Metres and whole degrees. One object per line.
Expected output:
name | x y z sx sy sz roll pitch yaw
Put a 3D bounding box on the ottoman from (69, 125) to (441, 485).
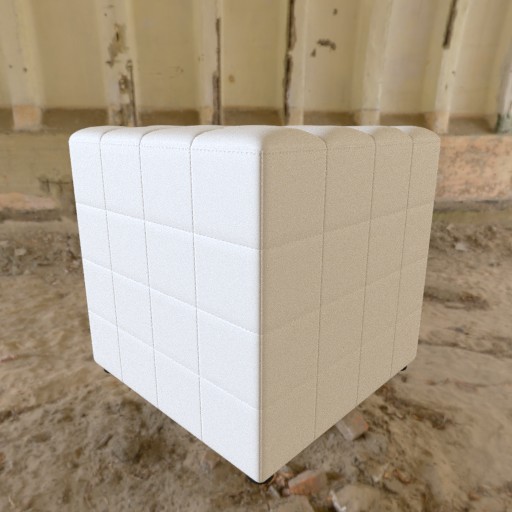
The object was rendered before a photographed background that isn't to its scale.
ottoman | 0.000 0.000 0.763 0.425 0.432 0.425 15 22 42
